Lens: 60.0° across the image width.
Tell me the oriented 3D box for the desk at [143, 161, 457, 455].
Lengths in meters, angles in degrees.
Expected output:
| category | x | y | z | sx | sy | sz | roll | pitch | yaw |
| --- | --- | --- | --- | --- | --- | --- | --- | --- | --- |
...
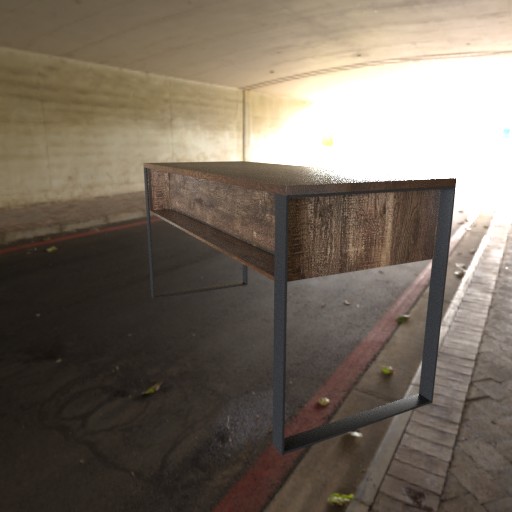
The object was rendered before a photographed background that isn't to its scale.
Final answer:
| category | x | y | z | sx | sy | sz | roll | pitch | yaw |
| --- | --- | --- | --- | --- | --- | --- | --- | --- | --- |
| desk | 0.000 | 0.000 | 1.959 | 0.599 | 0.762 | 1.524 | -7 | 16 | -26 |
